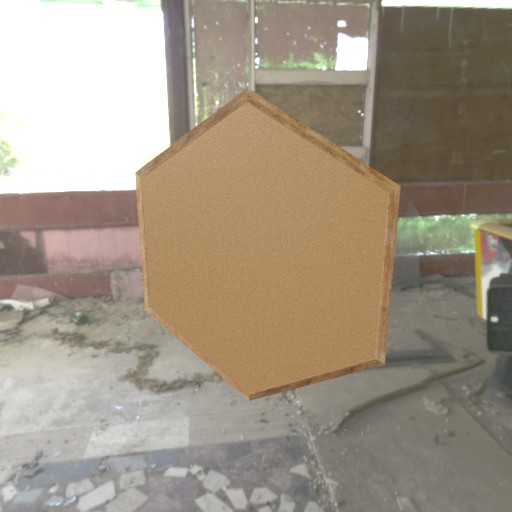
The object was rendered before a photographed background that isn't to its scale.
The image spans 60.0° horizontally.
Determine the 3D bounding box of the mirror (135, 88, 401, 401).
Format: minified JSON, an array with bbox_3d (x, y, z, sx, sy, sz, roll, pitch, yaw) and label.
[{"bbox_3d":[0.000,0.000,1.102,0.675,0.779,0.091,8,18,26],"label":"mirror"}]
